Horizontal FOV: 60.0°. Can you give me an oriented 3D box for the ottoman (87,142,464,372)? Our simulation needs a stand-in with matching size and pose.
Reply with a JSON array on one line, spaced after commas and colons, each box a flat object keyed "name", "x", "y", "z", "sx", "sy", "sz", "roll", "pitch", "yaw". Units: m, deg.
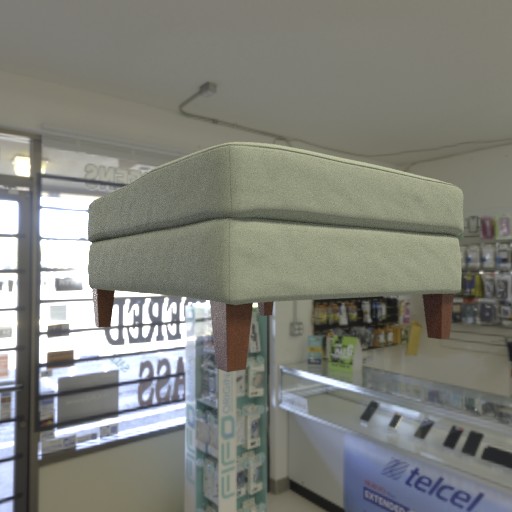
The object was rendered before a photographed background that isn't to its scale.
[{"name": "ottoman", "x": 0.000, "y": 0.000, "z": 1.455, "sx": 0.842, "sy": 0.494, "sz": 0.991, "roll": 1, "pitch": -3, "yaw": -36}]
